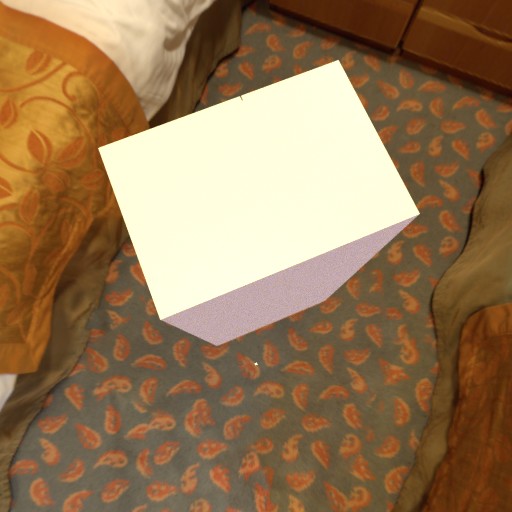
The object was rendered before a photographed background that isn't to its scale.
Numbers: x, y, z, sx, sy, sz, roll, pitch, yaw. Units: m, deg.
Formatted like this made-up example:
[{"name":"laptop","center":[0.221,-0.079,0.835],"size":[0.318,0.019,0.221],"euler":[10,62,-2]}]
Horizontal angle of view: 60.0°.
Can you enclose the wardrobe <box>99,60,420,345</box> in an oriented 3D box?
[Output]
[{"name":"wardrobe","center":[0.000,0.000,2.404],"size":[0.860,2.040,0.600],"euler":[-22,77,-5]}]
